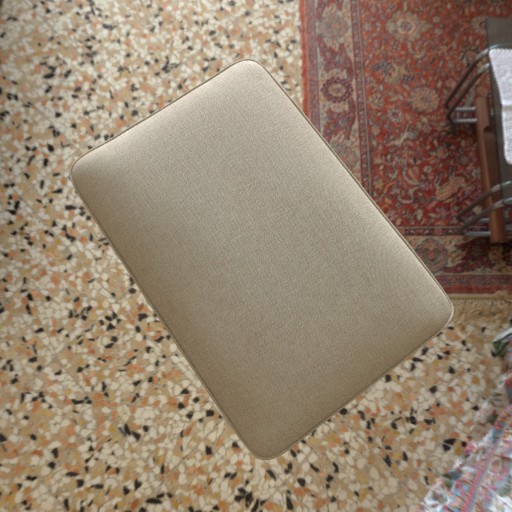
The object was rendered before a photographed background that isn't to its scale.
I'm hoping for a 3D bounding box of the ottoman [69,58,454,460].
[{"bbox_3d":[0.000,0.000,1.159,0.559,0.458,0.813,-35,79,-8],"label":"ottoman"}]
